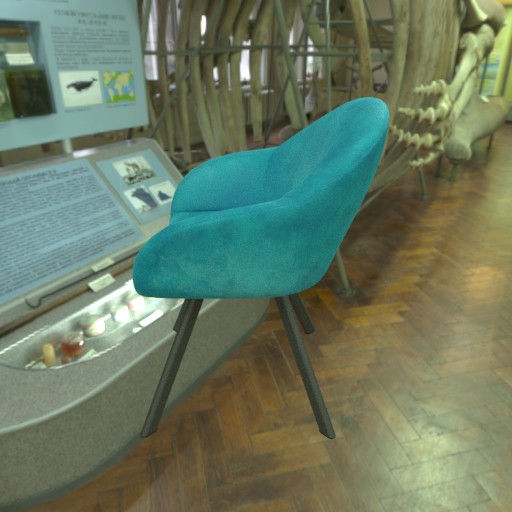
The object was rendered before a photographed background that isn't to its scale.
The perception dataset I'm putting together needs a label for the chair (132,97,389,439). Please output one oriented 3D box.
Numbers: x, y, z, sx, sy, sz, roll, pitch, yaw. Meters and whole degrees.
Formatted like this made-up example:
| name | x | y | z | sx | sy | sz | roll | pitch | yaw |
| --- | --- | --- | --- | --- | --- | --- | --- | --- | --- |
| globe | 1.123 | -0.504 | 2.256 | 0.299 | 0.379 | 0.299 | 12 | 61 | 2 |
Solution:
| name | x | y | z | sx | sy | sz | roll | pitch | yaw |
| --- | --- | --- | --- | --- | --- | --- | --- | --- | --- |
| chair | 0.000 | 0.000 | 1.178 | 0.590 | 0.795 | 0.550 | 0 | 25 | 1 |
